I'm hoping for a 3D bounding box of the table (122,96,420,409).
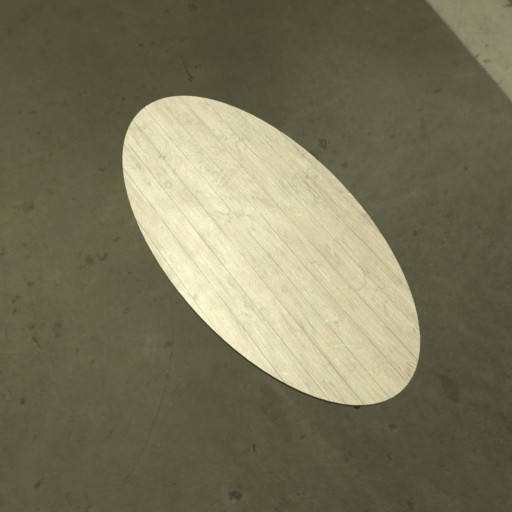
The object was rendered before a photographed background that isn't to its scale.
[{"bbox_3d":[0.000,0.000,1.356,0.542,0.390,1.083,-34,68,-15],"label":"table"}]
